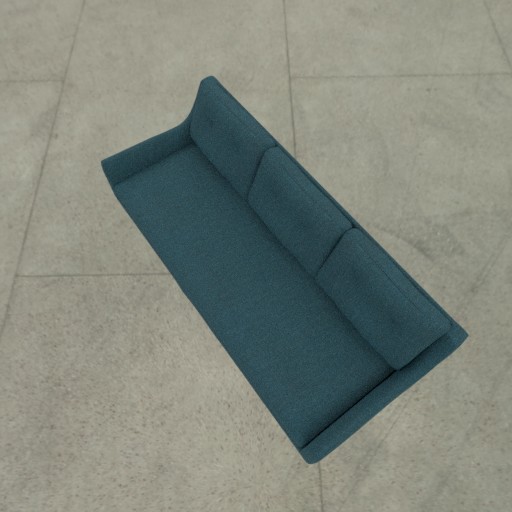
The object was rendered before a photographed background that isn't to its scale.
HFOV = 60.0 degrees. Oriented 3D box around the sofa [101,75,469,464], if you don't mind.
[{"bbox_3d":[0.000,0.000,2.501,0.849,0.837,2.060,-33,68,-16],"label":"sofa"}]
